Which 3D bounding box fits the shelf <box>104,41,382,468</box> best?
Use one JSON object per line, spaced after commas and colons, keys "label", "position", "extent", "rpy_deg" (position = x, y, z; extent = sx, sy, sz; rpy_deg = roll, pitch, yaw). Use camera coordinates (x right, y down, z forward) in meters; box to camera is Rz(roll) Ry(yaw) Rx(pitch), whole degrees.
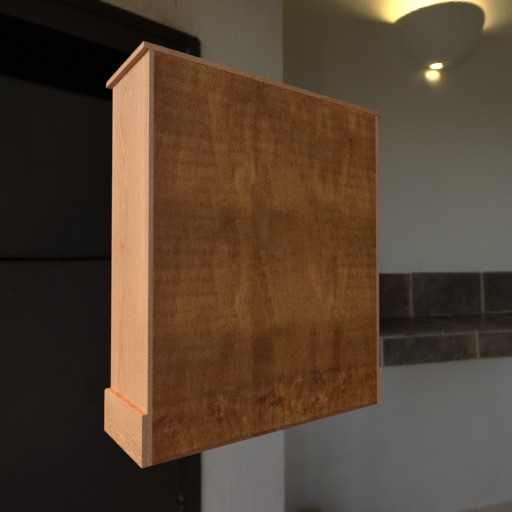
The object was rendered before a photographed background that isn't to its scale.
{"label": "shelf", "position": [0.000, 0.000, 1.376], "extent": [0.840, 0.980, 0.291], "rpy_deg": [1, -1, -35]}
